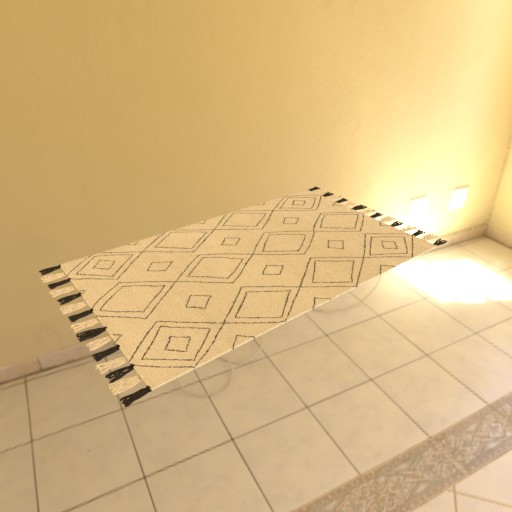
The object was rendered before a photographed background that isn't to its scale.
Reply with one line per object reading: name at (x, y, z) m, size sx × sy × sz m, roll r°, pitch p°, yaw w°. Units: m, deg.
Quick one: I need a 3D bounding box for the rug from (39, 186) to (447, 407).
rug at (0.000, 0.000, 3.327) m, size 2.755 × 0.021 × 1.524 m, roll -21°, pitch 36°, yaw -32°
